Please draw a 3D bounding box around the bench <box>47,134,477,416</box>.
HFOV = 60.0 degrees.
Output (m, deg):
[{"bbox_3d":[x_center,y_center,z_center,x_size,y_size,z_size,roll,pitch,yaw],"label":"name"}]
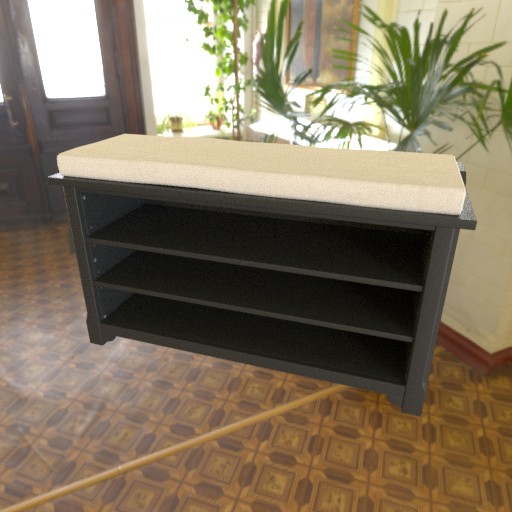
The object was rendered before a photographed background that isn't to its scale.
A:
[{"bbox_3d":[0.000,0.000,1.197,0.973,0.561,0.345,8,27,16],"label":"bench"}]
